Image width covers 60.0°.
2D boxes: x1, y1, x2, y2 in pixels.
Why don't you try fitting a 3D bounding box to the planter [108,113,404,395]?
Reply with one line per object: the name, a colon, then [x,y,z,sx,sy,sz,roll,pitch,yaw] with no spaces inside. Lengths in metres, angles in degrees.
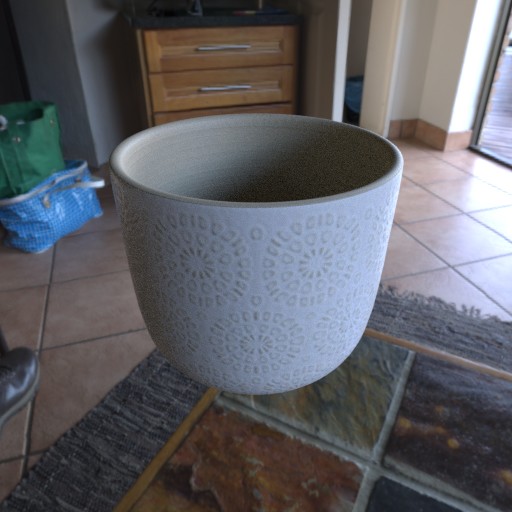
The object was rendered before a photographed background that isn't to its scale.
planter: [0.000,0.000,0.303,0.170,0.152,0.170,0,31,0]
